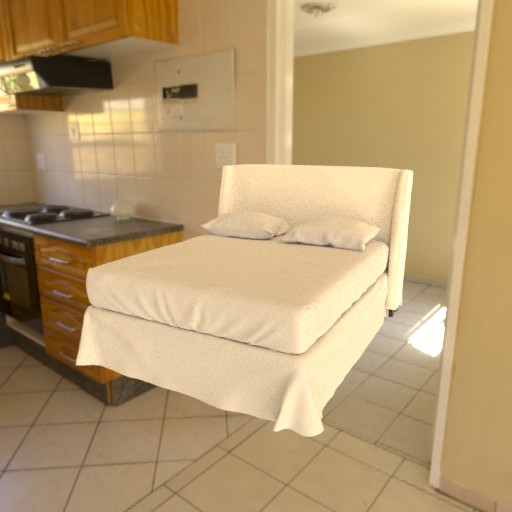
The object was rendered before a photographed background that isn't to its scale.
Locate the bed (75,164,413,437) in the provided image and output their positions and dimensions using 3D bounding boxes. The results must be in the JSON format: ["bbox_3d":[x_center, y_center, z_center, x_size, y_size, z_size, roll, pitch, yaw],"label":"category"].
[{"bbox_3d":[0.000,0.000,3.529,1.925,1.332,2.276,8,16,28],"label":"bed"}]
